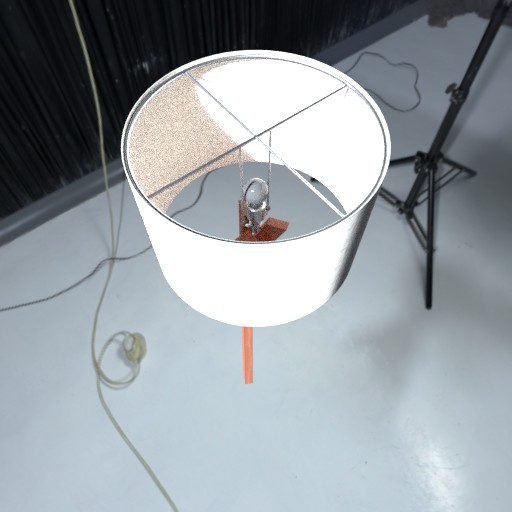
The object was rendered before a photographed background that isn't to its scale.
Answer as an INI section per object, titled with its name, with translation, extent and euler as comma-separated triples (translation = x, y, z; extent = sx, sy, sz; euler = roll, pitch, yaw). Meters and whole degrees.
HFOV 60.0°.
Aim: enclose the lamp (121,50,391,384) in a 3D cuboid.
[lamp]
translation = 0.000, 0.000, 0.926
extent = 0.380, 0.686, 0.380
euler = -34, 65, -18
